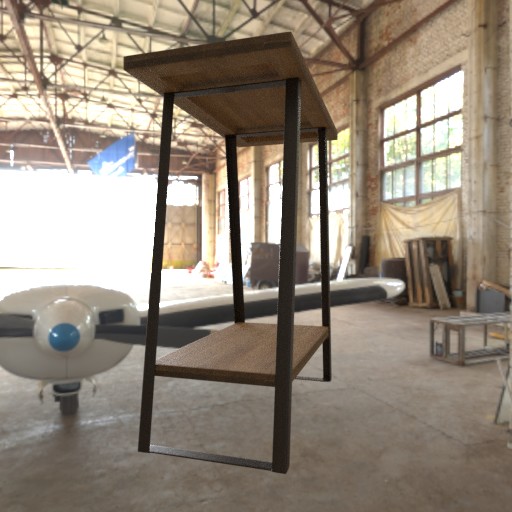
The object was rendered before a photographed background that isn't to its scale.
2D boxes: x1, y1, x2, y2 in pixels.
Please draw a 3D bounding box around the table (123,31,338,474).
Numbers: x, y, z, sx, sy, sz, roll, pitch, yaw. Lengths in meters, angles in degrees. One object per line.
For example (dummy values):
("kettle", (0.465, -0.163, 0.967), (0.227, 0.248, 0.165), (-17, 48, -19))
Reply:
("table", (0.000, 0.000, 1.017), (0.300, 0.701, 0.599), (0, 1, 17))
